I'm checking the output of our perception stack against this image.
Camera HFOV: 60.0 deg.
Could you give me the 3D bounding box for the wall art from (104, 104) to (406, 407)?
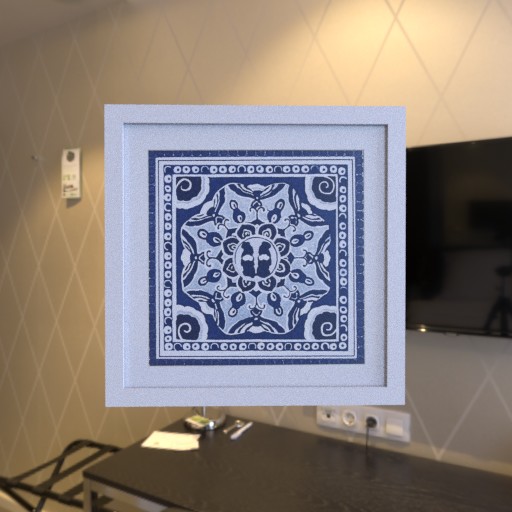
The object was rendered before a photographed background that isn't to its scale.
[{"bbox_3d":[0.000,0.000,0.838,0.559,0.559,0.028,0,1,-1],"label":"wall art"}]
